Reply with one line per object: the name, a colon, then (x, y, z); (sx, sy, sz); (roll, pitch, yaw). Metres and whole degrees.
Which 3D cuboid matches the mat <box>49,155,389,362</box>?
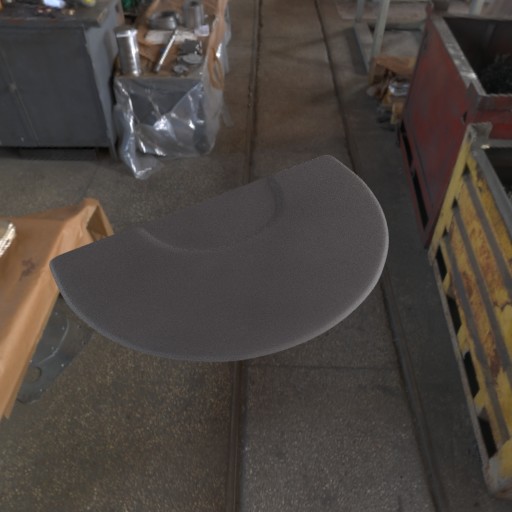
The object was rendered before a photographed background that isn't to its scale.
mat: (0.000, 0.000, 1.889); (1.525, 0.022, 0.917); (-24, 51, -22)
